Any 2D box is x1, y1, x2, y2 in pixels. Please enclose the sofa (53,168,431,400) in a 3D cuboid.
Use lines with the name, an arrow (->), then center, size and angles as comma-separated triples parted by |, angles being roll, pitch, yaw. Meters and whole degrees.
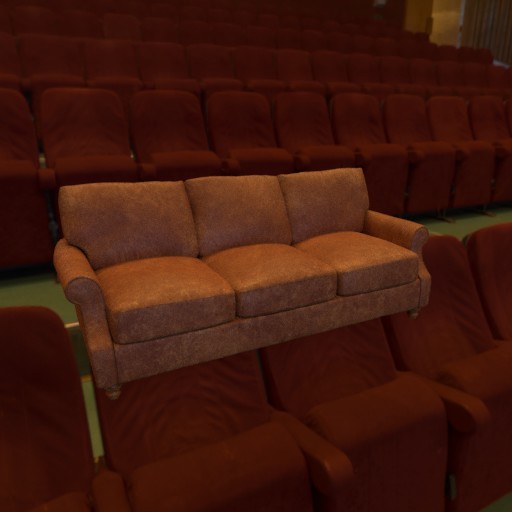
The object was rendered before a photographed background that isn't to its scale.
sofa -> 0.000, 0.000, 2.851 | 2.351, 0.977, 0.973 | -9, 19, -26
